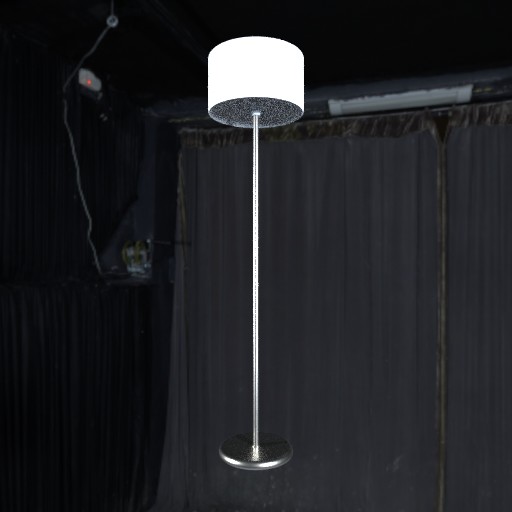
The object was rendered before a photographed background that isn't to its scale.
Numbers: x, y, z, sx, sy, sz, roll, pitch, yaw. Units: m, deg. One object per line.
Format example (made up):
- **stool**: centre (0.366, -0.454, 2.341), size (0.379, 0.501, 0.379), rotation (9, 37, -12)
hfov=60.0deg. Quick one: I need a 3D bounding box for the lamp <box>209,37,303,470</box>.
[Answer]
- **lamp**: centre (0.000, 0.000, 1.629), size (0.347, 1.443, 0.347), rotation (0, -1, 18)
